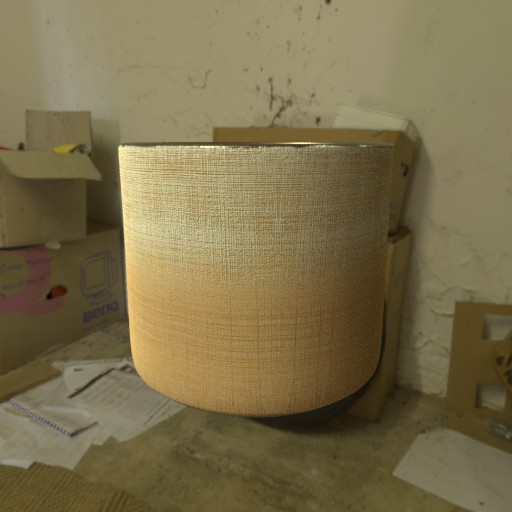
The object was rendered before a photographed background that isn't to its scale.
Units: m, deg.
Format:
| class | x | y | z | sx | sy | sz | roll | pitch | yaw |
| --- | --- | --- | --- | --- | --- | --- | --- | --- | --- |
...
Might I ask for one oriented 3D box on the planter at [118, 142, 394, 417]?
| class | x | y | z | sx | sy | sz | roll | pitch | yaw |
| --- | --- | --- | --- | --- | --- | --- | --- | --- | --- |
| planter | 0.000 | 0.000 | 0.445 | 0.254 | 0.221 | 0.254 | 0 | 15 | 0 |
